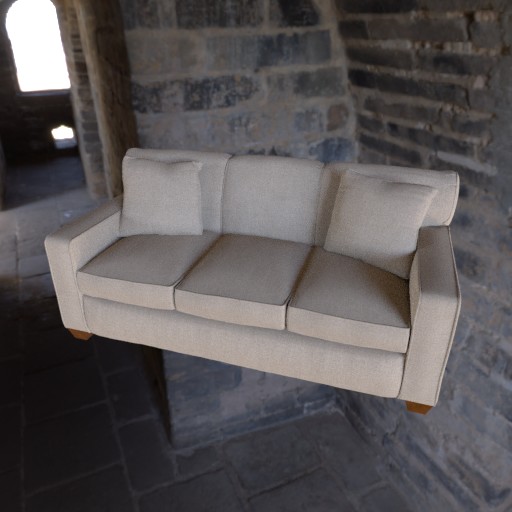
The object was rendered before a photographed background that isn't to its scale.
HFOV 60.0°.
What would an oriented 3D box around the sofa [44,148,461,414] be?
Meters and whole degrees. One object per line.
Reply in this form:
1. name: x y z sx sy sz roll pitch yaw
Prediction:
1. sofa: 0.000 0.000 2.469 2.024 0.958 0.997 8 28 16
